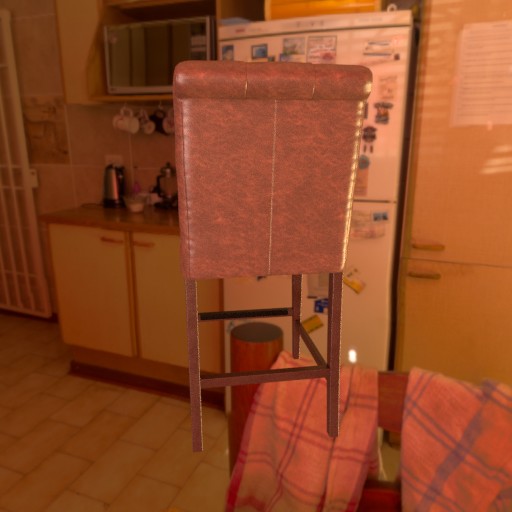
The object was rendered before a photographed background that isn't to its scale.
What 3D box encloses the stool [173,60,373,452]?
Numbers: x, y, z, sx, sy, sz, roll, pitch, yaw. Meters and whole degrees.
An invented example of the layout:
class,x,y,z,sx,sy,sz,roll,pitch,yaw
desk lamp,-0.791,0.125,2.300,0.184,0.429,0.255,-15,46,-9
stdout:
class,x,y,z,sx,sy,sz,roll,pitch,yaw
stool,0.000,0.000,1.436,0.486,1.084,0.660,-2,16,-9
